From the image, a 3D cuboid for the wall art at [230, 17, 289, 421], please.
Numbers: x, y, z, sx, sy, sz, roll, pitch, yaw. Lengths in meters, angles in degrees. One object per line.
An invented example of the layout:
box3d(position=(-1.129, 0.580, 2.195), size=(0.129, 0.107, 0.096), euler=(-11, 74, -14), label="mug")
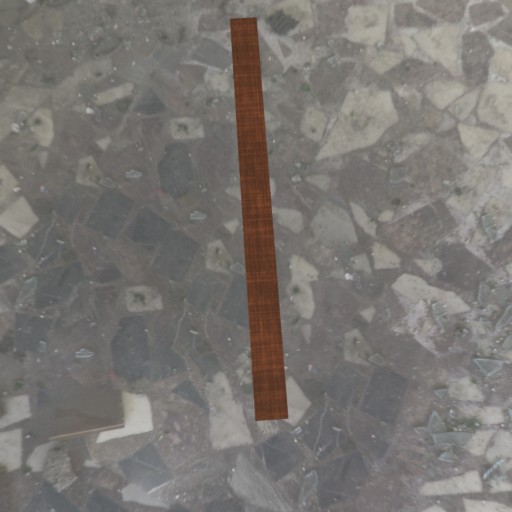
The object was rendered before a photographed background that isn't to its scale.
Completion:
box3d(position=(0.000, 0.000, 0.766), size=(0.033, 0.567, 0.467), euler=(-4, 77, -1), label="wall art")
